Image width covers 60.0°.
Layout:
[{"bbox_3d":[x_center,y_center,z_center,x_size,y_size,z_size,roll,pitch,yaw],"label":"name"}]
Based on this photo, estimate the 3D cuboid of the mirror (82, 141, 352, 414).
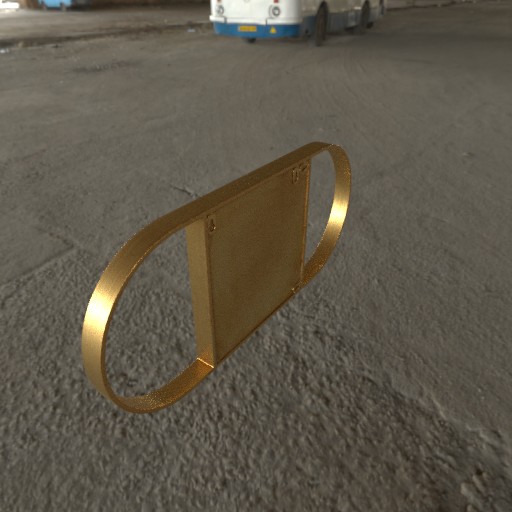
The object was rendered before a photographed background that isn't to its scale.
[{"bbox_3d":[0.000,0.000,0.667,0.032,0.254,0.584,21,37,30],"label":"mirror"}]
